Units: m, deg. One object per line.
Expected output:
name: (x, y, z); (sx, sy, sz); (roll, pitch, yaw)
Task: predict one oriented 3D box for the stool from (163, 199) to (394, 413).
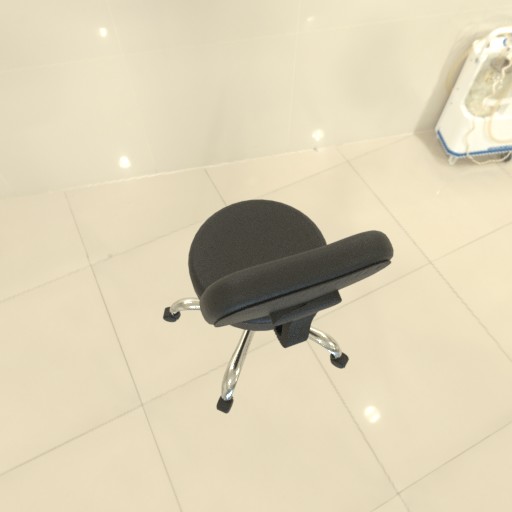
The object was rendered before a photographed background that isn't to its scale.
stool: (0.000, 0.000, 1.320); (0.673, 0.862, 0.648); (-17, 61, -10)
